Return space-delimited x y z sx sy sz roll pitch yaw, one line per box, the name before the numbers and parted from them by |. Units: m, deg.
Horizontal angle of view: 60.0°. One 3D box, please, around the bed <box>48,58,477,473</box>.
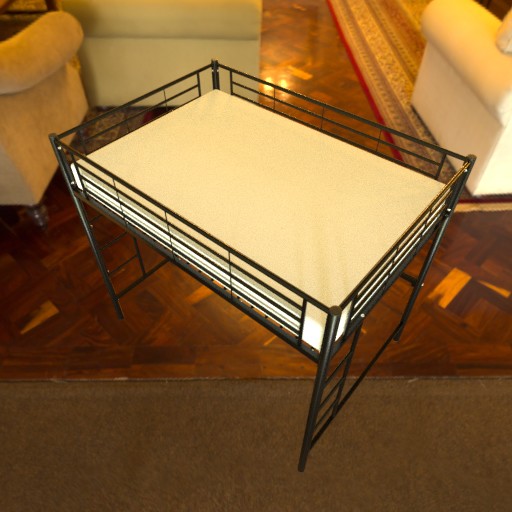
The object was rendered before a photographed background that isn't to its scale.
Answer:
bed | 0.000 0.000 3.136 1.994 1.803 1.397 31 54 26
